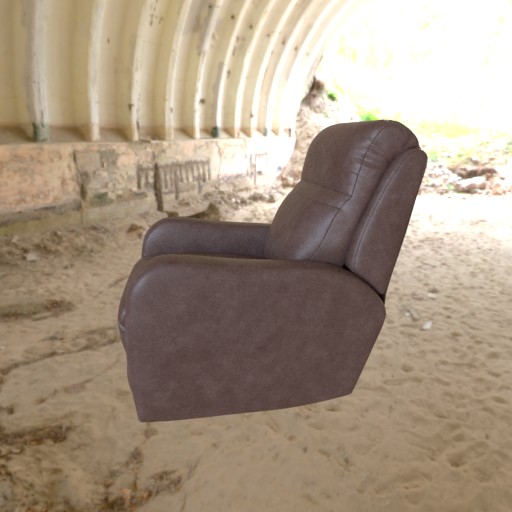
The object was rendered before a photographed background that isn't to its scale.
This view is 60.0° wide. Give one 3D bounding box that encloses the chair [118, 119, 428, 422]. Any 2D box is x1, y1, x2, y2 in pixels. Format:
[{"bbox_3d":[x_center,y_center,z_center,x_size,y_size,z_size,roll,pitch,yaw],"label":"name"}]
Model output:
[{"bbox_3d":[0.000,0.000,1.827,1.067,1.067,0.865,-2,16,-9],"label":"chair"}]
